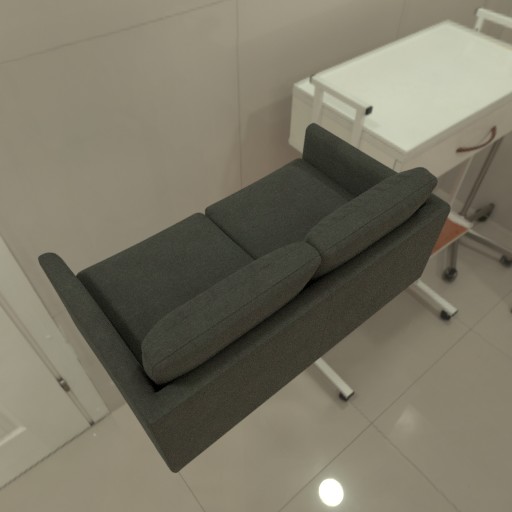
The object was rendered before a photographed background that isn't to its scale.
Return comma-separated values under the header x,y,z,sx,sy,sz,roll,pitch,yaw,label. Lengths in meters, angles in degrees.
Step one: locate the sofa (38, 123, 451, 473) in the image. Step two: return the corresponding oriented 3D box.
x,y,z,sx,sy,sz,roll,pitch,yaw,label
0.000,0.000,2.447,1.909,0.845,1.091,-32,56,-25,sofa
